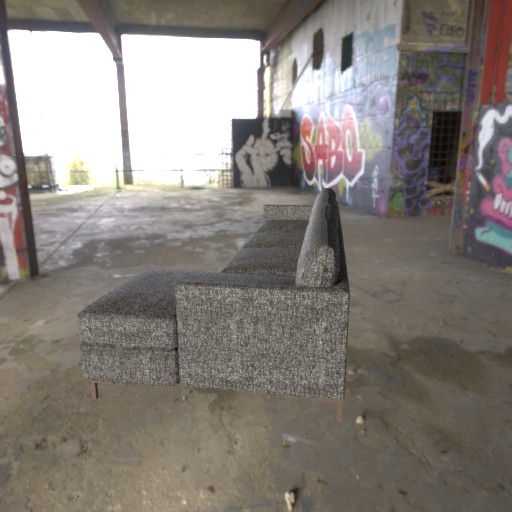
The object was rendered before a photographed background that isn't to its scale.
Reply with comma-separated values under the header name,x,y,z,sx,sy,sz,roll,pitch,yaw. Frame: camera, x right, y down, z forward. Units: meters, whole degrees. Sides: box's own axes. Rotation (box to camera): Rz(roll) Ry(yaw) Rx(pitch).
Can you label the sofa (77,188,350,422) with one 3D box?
name,x,y,z,sx,sy,sz,roll,pitch,yaw
sofa,0.000,0.000,3.944,1.488,0.970,3.384,2,14,9
